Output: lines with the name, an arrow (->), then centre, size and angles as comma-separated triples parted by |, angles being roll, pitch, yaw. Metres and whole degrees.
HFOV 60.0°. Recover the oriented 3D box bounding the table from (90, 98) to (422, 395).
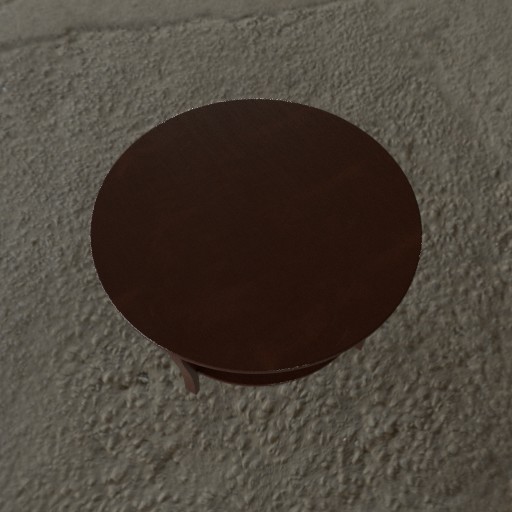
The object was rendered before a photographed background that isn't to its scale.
table -> 0.000, 0.000, 1.453 | 0.911, 0.512, 0.911 | 0, 59, 0
